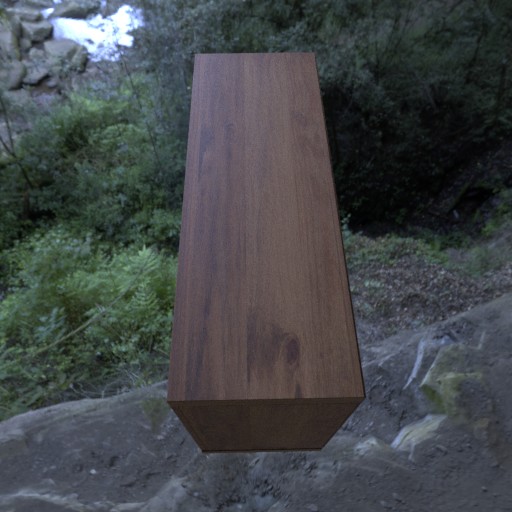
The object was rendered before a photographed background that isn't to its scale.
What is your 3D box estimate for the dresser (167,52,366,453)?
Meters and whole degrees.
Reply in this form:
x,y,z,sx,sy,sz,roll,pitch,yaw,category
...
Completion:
x,y,z,sx,sy,sz,roll,pitch,yaw,category
0.000,0.000,1.666,0.479,0.825,1.261,-1,59,-1,dresser
